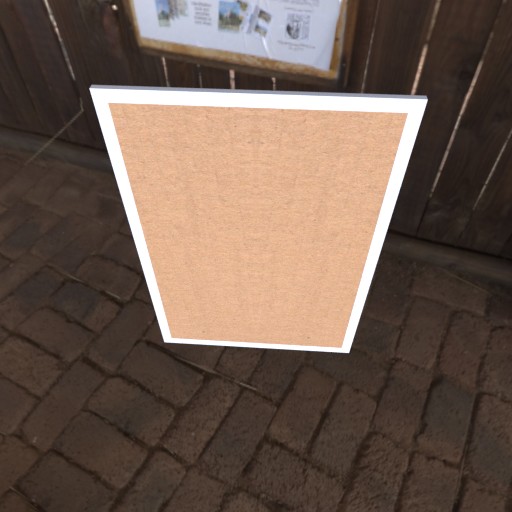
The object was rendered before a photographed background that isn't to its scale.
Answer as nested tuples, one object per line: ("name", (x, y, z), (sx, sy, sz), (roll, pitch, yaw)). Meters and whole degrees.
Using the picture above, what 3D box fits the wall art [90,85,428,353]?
("wall art", (0.000, 0.000, 1.229), (0.660, 0.965, 0.015), (3, 48, 3))
